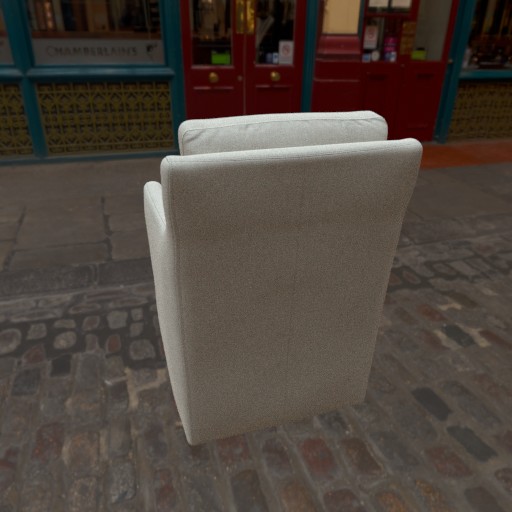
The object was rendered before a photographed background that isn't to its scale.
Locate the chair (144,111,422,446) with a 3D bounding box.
[{"bbox_3d":[0.000,0.000,1.385,0.626,0.914,0.694,-8,27,-16],"label":"chair"}]
